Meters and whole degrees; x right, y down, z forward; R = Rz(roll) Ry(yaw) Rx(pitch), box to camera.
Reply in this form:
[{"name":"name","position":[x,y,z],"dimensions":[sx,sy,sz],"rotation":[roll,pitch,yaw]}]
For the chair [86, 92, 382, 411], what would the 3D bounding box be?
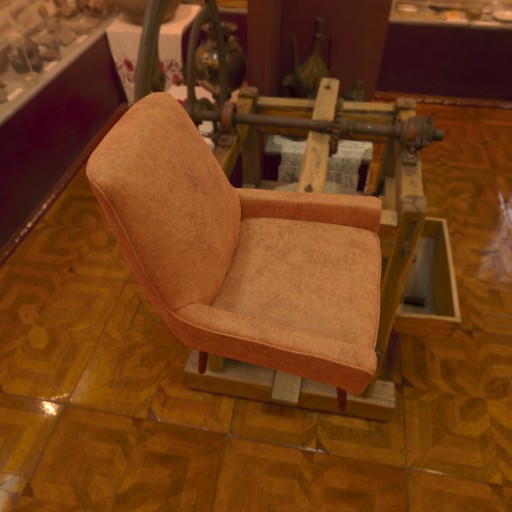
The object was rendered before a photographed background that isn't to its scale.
[{"name":"chair","position":[0.000,0.000,1.498],"dimensions":[0.851,0.883,0.753],"rotation":[9,47,8]}]
